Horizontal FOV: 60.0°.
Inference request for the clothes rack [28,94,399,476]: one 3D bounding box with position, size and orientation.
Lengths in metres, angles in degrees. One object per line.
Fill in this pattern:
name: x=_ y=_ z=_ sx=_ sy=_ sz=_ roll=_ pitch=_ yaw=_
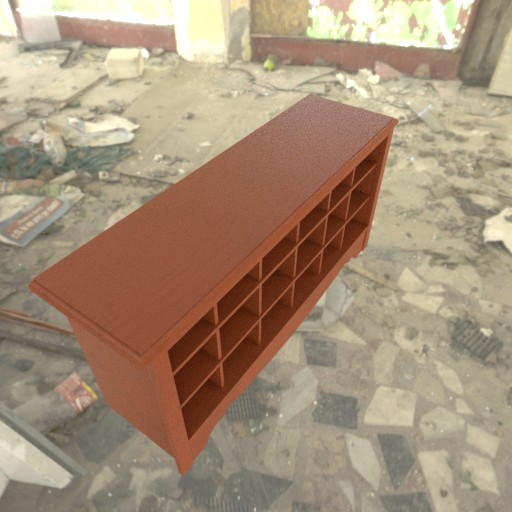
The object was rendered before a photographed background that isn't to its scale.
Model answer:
clothes rack: x=0.000 y=0.000 z=1.480 sx=0.362 sy=0.594 sz=1.251 roll=26 pitch=49 yaw=25
